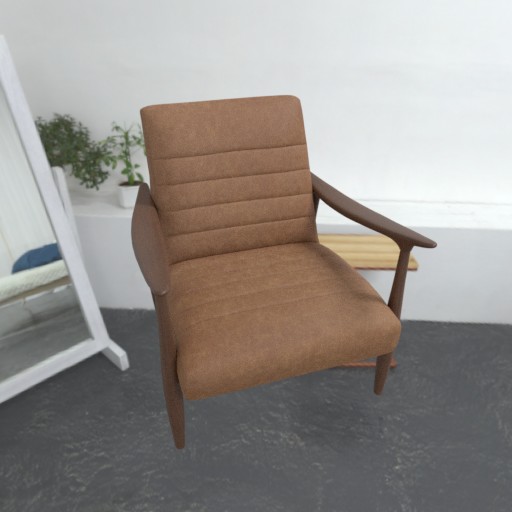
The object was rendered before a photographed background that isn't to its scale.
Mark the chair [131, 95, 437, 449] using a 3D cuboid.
[{"bbox_3d":[0.000,0.000,1.413,0.741,0.832,0.798,-9,32,-15],"label":"chair"}]
